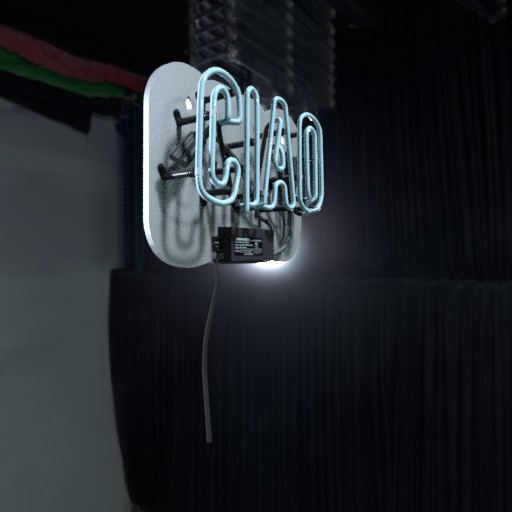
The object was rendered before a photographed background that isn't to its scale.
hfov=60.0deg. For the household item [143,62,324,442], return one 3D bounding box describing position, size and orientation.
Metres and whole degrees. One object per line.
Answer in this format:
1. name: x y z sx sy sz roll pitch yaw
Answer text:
1. household item: 0.000 0.000 0.385 0.042 0.294 0.211 0 0 36
